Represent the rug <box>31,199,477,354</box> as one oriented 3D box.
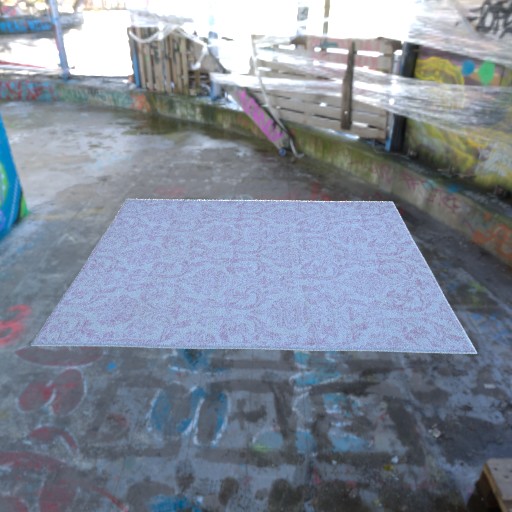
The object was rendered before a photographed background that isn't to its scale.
[{"bbox_3d":[0.000,0.000,3.957,2.980,0.012,2.363,1,32,1],"label":"rug"}]
